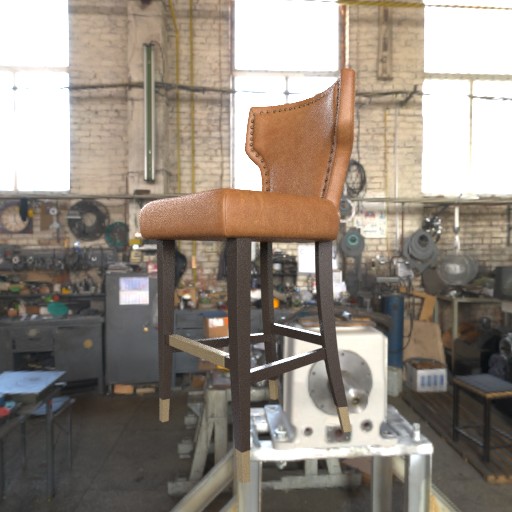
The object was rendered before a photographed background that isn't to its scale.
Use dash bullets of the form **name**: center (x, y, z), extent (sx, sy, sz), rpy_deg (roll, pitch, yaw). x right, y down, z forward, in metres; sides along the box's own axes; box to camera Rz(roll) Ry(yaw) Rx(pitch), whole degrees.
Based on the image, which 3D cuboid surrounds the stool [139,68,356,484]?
- **stool**: center (0.000, 0.000, 1.383), extent (0.563, 1.092, 0.526), rpy_deg (-1, 2, -36)
